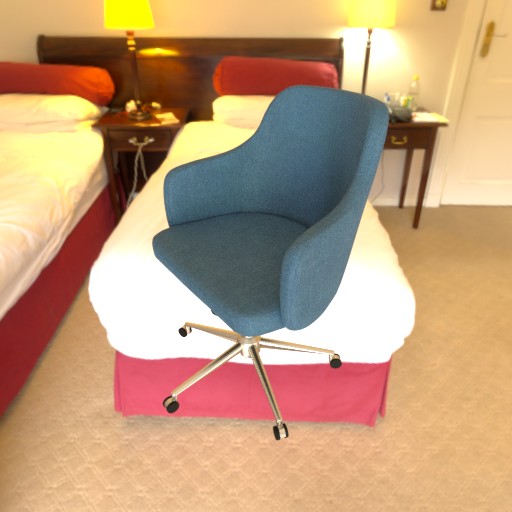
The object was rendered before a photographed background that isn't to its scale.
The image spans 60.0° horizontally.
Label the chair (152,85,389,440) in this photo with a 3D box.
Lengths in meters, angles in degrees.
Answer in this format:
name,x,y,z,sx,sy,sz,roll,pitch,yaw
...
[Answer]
name,x,y,z,sx,sy,sz,roll,pitch,yaw
chair,0.000,0.000,1.245,0.655,0.820,0.599,-21,37,-31
